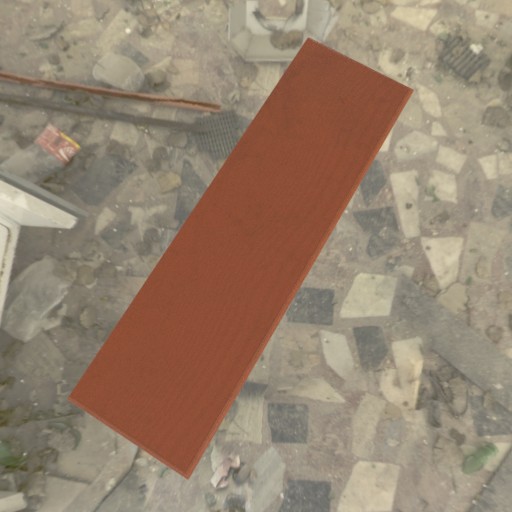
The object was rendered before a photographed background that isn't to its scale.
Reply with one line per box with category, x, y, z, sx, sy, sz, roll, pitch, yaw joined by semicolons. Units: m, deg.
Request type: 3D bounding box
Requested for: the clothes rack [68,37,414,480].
clothes rack;0.000;0.000;1.500;0.362;0.594;1.251;30;78;7
